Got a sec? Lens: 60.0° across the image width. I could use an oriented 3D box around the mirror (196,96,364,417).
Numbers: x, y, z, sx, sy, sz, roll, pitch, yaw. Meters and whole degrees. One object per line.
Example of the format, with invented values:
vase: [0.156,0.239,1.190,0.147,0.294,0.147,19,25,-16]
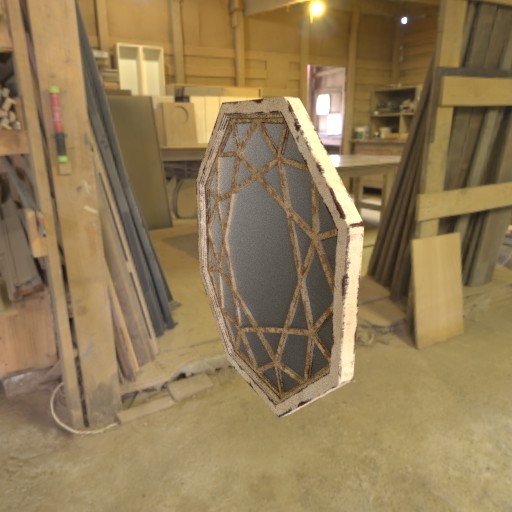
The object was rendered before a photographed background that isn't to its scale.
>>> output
mirror: [0.000,0.000,0.975,0.031,0.648,0.648,-9,19,-26]
